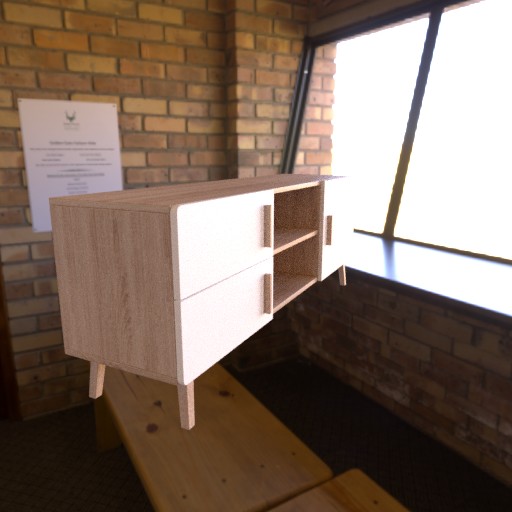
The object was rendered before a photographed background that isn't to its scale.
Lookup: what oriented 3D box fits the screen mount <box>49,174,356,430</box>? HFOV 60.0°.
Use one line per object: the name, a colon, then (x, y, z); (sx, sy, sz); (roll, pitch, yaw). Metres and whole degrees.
screen mount: (0.000, 0.000, 1.748); (0.420, 0.570, 1.500); (7, 15, 26)
